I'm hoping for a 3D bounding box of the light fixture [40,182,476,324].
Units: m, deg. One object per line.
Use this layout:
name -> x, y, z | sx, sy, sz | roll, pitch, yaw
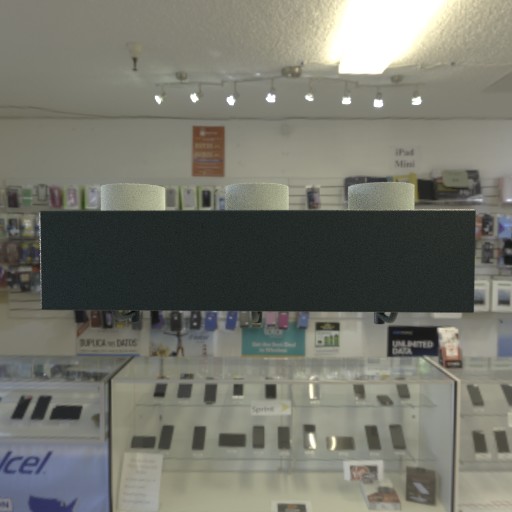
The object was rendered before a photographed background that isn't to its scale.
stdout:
light fixture -> 0.000, 0.000, 0.531 | 0.451, 0.172, 0.145 | 0, 2, 3
